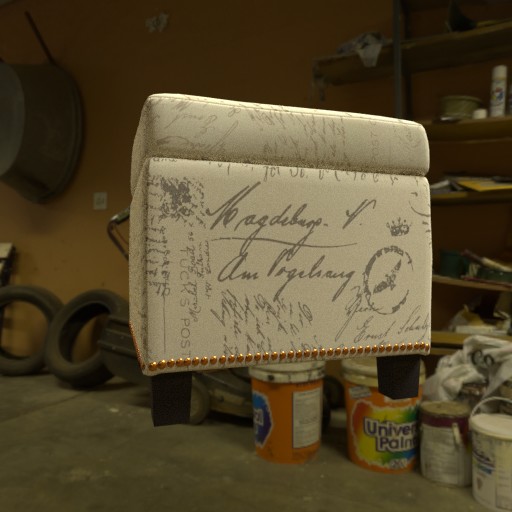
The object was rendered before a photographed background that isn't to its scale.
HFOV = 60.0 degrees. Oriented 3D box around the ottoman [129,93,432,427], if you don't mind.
[{"bbox_3d":[0.000,0.000,0.836,0.450,0.457,0.449,0,-1,-18],"label":"ottoman"}]
